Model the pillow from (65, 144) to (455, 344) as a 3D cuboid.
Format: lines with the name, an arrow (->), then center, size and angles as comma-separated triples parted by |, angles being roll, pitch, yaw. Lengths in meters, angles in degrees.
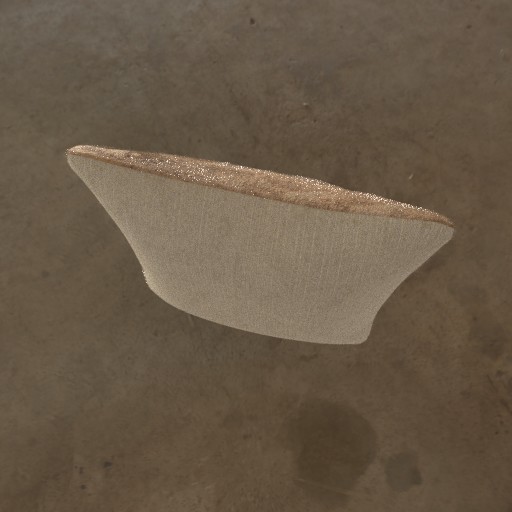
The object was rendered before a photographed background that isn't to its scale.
pillow -> 0.000, 0.000, 0.817 | 0.538, 0.525, 0.216 | 13, 65, 6
